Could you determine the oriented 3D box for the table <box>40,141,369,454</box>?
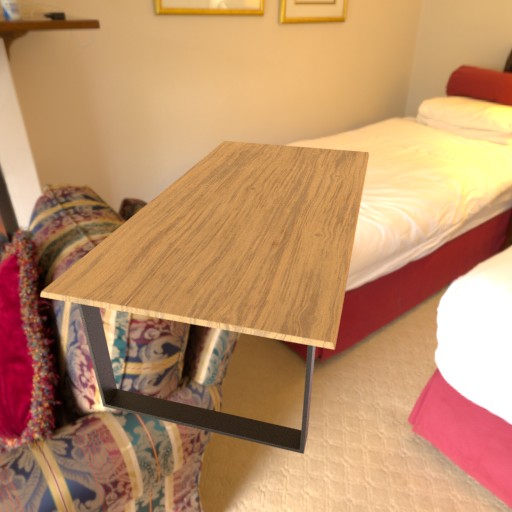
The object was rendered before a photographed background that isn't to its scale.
[{"bbox_3d":[0.000,0.000,1.628,0.693,0.445,1.331,8,31,13],"label":"table"}]
